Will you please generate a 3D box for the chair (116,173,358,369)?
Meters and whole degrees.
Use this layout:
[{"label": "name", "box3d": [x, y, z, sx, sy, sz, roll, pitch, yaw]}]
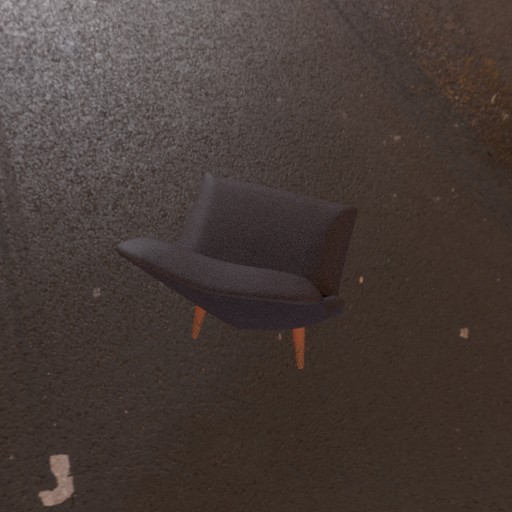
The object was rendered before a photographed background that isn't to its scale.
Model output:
[{"label": "chair", "box3d": [0.000, 0.000, 1.171, 0.504, 0.820, 0.567, 14, 64, 7]}]
